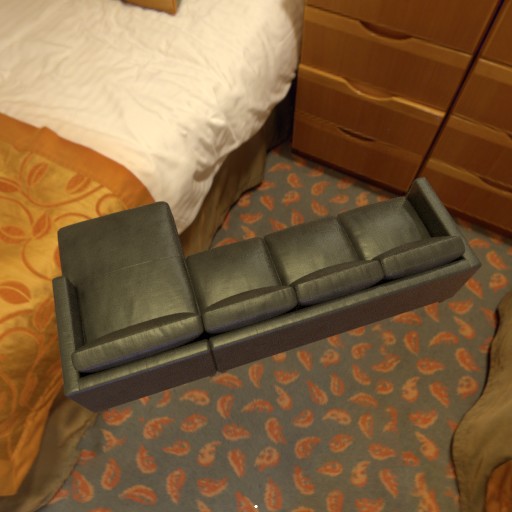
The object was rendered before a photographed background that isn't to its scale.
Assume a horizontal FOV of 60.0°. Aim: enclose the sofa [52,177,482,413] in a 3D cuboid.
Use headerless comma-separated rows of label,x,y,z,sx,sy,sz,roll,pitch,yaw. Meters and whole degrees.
sofa,0.000,0.000,3.818,3.203,0.883,1.581,-16,62,-9
